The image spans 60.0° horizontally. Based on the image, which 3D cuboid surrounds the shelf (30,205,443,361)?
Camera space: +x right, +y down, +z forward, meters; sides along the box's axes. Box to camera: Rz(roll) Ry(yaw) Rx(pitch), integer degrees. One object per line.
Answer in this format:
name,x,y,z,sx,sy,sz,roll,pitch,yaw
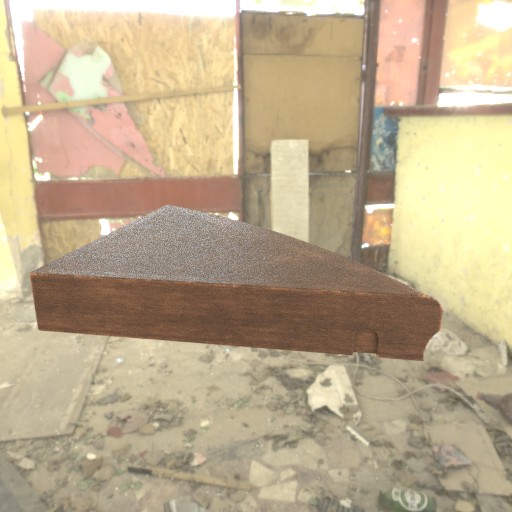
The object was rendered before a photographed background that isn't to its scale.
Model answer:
shelf,0.000,0.000,0.475,0.310,0.050,0.310,3,17,9
